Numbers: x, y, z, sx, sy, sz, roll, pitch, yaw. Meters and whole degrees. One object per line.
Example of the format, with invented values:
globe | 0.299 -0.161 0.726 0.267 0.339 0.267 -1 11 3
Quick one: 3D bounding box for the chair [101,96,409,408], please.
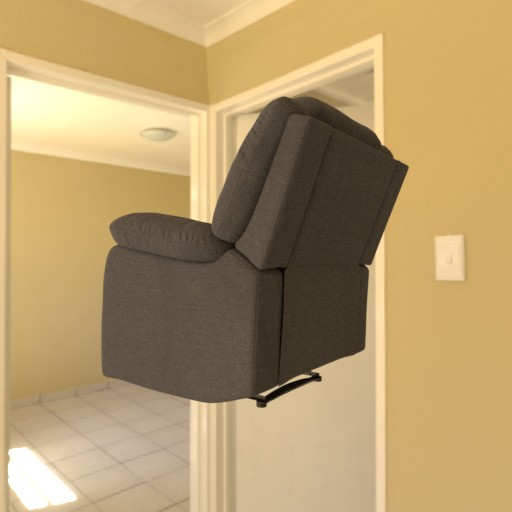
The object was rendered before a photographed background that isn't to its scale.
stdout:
chair | 0.000 0.000 1.737 0.944 1.008 0.899 0 0 37
